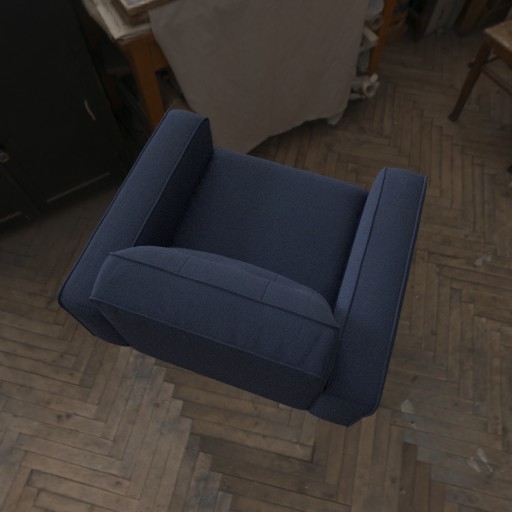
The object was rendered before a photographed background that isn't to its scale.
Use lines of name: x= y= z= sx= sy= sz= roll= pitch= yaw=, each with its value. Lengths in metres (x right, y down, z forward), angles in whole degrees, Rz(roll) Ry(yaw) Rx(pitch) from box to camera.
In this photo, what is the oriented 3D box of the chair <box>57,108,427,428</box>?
chair: x=0.000 y=0.000 z=1.739 sx=1.118 sy=0.783 sz=0.953 roll=17 pitch=64 yaw=9
